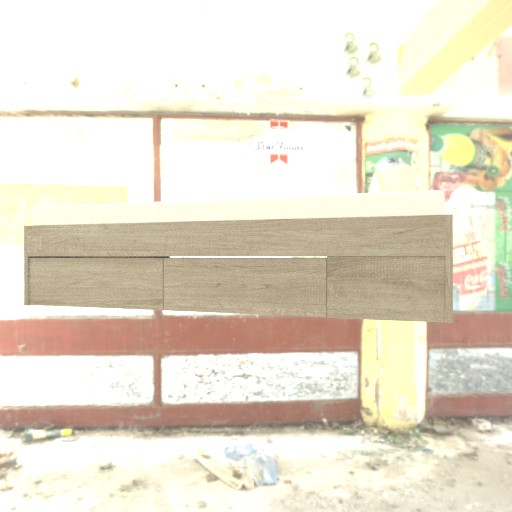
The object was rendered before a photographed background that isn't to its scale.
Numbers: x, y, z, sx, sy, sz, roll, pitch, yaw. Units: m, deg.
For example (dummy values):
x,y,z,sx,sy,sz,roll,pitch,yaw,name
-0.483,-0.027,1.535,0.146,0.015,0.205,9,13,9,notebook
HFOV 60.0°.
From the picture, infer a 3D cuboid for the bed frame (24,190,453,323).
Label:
x,y,z,sx,sy,sz,roll,pitch,yaw,name
0.000,0.000,2.585,1.944,0.490,1.448,0,0,17,bed frame
